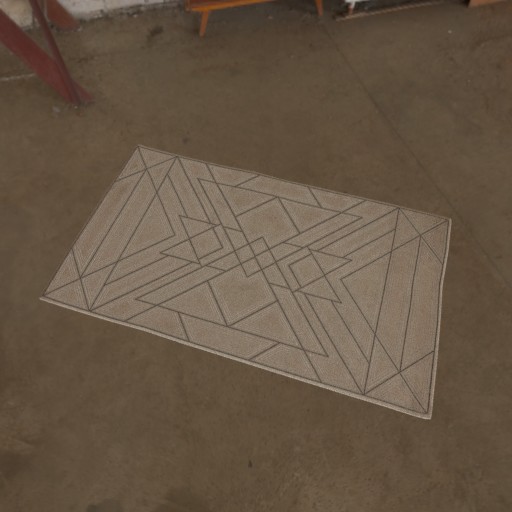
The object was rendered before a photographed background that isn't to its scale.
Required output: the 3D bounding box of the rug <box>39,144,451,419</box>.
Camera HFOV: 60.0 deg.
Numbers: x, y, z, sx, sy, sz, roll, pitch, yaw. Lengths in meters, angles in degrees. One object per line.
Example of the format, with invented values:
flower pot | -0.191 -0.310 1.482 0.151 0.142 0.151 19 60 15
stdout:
rug | 0.000 0.000 1.053 0.869 0.008 0.511 15 59 9
